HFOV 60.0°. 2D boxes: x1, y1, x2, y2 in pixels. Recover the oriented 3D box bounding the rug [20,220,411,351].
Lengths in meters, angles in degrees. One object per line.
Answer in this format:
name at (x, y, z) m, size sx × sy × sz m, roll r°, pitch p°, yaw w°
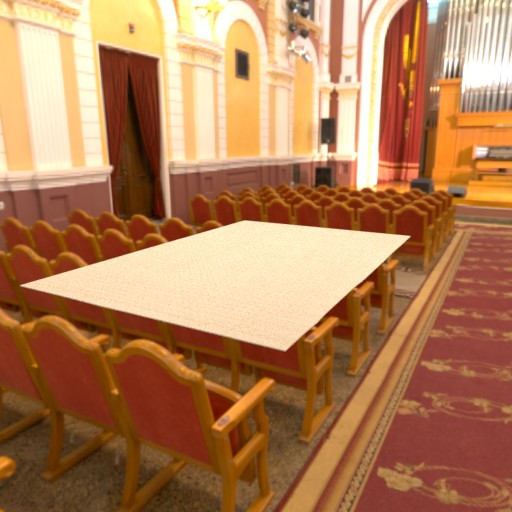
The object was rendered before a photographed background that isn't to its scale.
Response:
rug at (0.000, 0.000, 2.893) m, size 1.523 × 0.006 × 2.289 m, roll 8°, pitch 16°, yaw 28°
